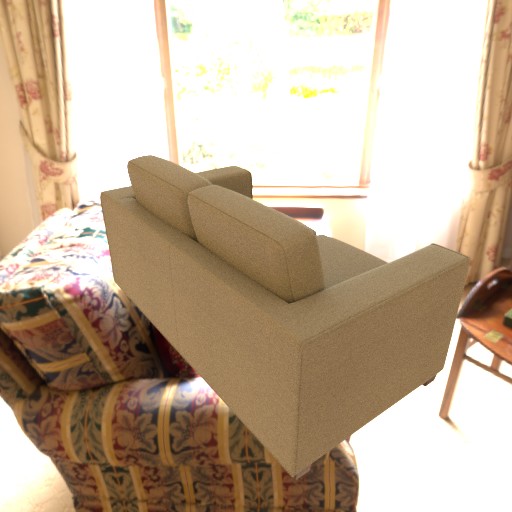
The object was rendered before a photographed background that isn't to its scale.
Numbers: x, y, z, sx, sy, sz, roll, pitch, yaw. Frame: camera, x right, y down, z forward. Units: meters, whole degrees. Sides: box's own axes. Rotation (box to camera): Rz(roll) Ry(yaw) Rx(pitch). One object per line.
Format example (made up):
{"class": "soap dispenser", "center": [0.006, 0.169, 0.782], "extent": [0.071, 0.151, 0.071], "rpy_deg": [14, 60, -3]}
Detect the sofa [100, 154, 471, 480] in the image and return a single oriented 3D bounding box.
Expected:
{"class": "sofa", "center": [0.000, 0.000, 2.380], "extent": [1.007, 0.924, 1.812], "rpy_deg": [-19, 33, -32]}
